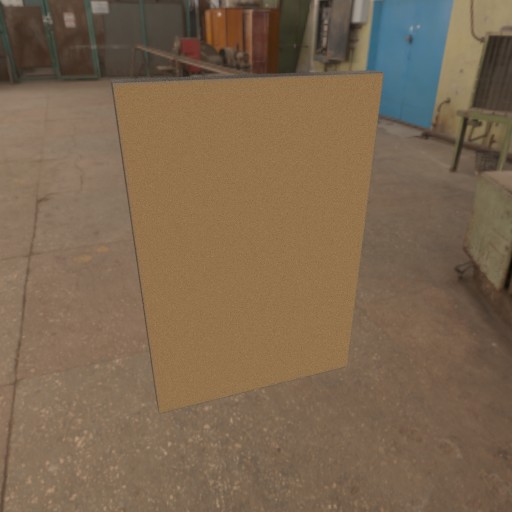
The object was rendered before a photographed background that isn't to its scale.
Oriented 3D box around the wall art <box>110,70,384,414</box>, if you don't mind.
[{"bbox_3d":[0.000,0.000,0.604,0.313,0.457,0.031,-9,29,-17],"label":"wall art"}]
